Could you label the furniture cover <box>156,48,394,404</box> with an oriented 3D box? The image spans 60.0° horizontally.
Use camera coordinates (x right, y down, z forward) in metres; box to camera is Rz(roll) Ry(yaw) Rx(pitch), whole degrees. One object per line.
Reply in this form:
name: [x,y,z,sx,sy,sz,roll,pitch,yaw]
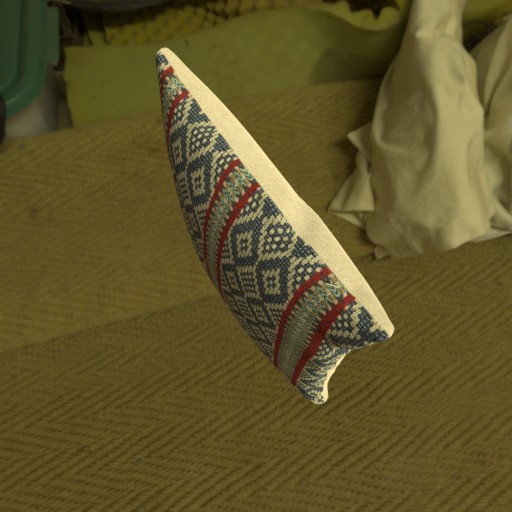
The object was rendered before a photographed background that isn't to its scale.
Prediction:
furniture cover: [0.000,0.000,0.655,0.139,0.431,0.431,-31,68,-14]
